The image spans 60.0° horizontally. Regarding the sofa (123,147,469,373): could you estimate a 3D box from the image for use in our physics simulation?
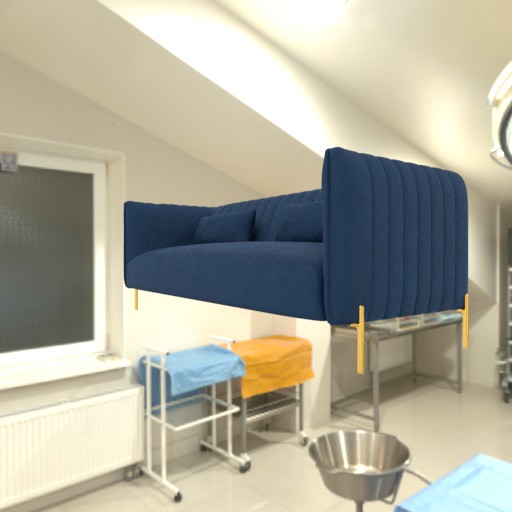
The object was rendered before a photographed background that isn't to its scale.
[{"bbox_3d":[0.000,0.000,2.562,0.896,0.793,2.136,0,1,-36],"label":"sofa"}]
